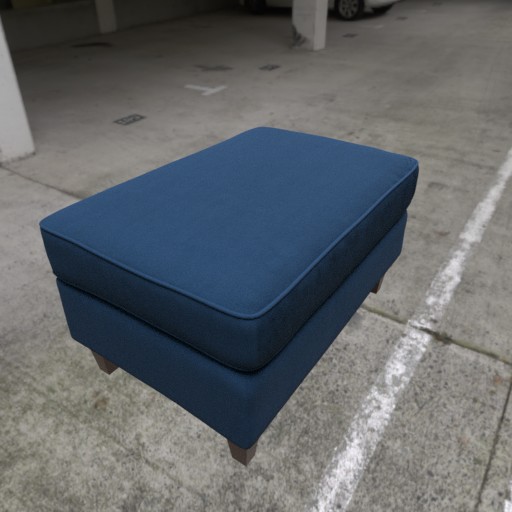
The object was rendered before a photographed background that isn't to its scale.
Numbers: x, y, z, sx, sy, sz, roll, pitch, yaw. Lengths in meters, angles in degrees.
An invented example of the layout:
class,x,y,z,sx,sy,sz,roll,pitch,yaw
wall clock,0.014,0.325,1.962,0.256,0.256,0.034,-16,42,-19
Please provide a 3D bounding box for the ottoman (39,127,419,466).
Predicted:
class,x,y,z,sx,sy,sz,roll,pitch,yaw
ottoman,0.000,0.000,1.200,0.583,0.484,0.862,20,37,29
